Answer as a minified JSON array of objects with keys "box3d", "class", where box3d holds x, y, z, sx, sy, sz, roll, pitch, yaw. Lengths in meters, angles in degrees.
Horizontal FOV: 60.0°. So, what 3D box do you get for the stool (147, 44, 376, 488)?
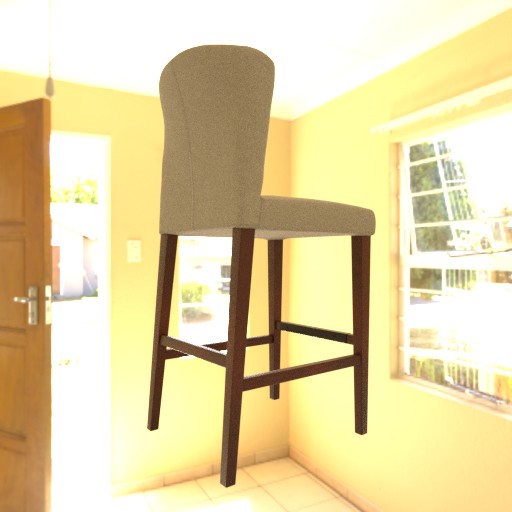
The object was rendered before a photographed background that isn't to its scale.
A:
[{"box3d":[0.000,0.000,1.349,0.568,1.069,0.479,0,0,-37],"class":"stool"}]
